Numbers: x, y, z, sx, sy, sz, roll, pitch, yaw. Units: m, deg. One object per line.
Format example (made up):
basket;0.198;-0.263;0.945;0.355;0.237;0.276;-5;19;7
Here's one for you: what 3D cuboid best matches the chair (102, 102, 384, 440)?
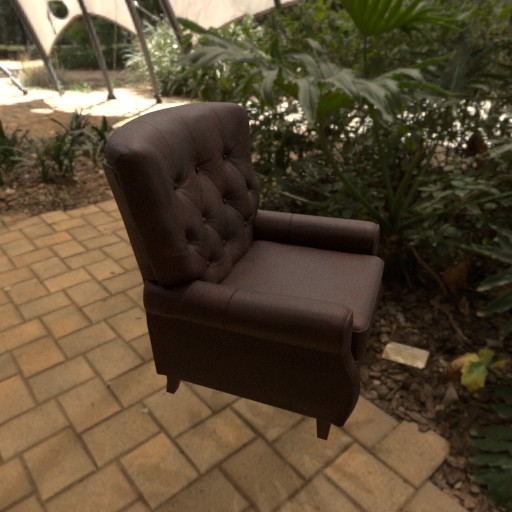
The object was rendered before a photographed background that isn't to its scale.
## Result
chair;0.000;0.000;1.907;1.058;1.158;0.948;10;30;18
